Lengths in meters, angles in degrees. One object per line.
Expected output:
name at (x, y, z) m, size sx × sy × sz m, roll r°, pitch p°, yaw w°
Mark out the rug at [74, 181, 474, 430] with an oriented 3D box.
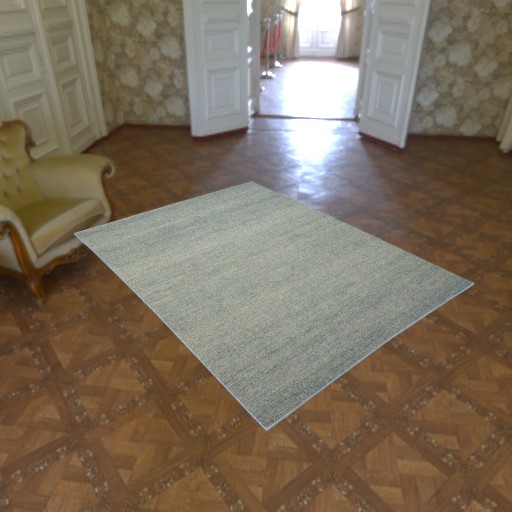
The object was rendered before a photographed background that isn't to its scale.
rug at (0.000, 0.000, 4.385) m, size 2.461 × 0.046 × 3.237 m, roll -22°, pitch 37°, yaw -33°
